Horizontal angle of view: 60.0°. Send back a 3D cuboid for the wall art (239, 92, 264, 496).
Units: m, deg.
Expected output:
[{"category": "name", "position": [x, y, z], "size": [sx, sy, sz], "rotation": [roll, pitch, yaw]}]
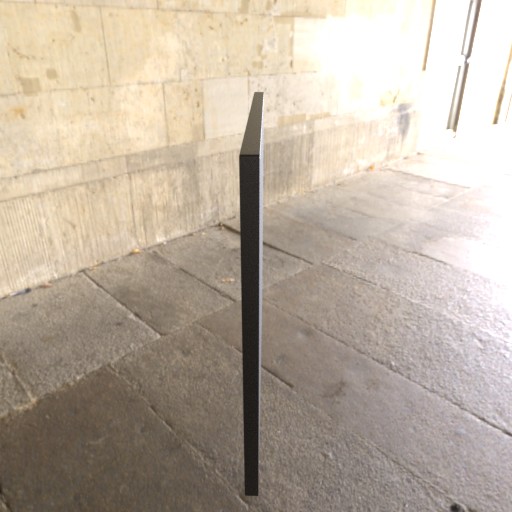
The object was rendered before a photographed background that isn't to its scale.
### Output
[{"category": "wall art", "position": [0.000, 0.000, 0.719], "size": [0.018, 0.450, 0.521], "rotation": [1, 26, 1]}]
